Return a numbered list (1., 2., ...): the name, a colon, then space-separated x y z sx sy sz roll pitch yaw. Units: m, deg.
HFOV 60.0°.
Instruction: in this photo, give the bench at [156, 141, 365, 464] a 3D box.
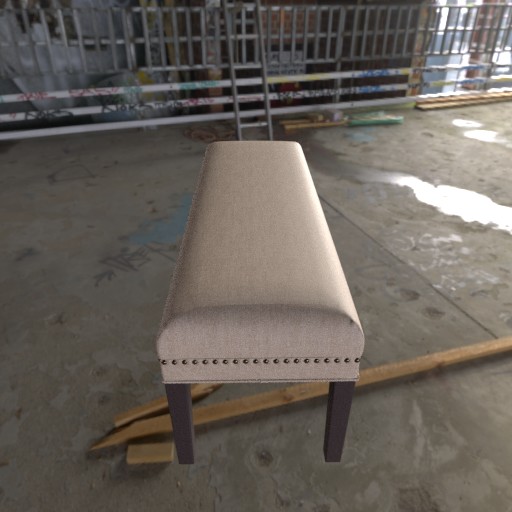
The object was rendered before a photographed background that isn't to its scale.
1. bench: 0.000 0.000 1.462 0.410 0.457 1.219 0 31 -1
